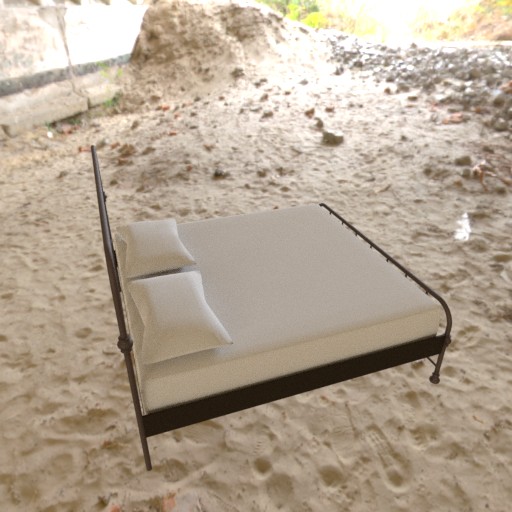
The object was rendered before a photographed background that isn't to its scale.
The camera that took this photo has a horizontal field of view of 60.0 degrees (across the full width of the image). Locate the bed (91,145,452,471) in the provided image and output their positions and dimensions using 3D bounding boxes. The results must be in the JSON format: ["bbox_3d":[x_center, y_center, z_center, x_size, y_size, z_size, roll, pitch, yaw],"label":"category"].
[{"bbox_3d":[0.000,0.000,3.376,2.134,1.446,2.044,-10,32,-17],"label":"bed"}]
